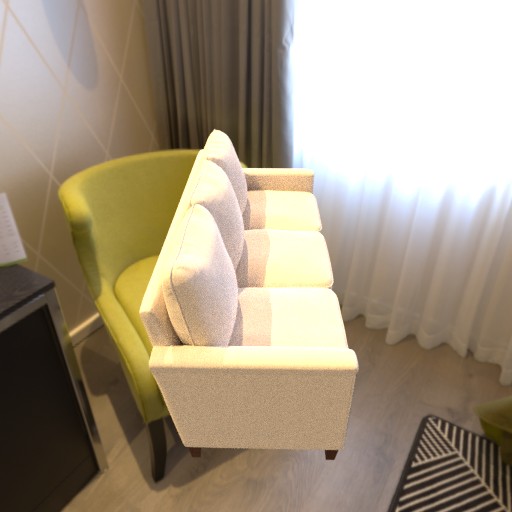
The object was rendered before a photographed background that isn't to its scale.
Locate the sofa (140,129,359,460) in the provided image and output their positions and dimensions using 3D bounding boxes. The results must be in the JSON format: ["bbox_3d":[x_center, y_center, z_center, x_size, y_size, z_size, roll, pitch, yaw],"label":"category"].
[{"bbox_3d":[0.000,0.000,2.495,0.828,0.961,1.925,1,33,1],"label":"sofa"}]
